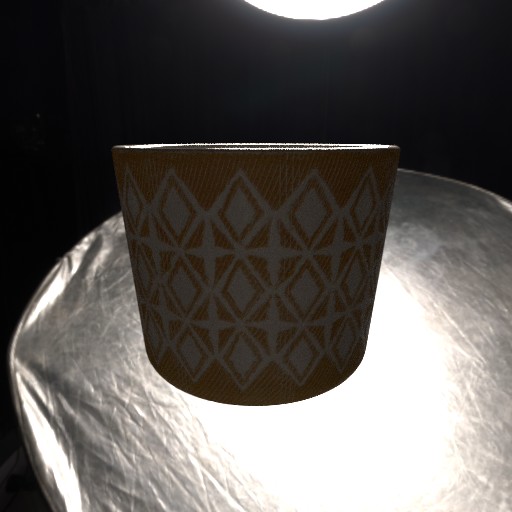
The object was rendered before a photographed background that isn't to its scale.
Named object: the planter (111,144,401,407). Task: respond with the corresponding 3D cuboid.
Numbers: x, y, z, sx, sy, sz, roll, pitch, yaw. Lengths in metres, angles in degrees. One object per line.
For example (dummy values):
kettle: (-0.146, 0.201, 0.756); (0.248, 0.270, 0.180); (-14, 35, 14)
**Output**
planter: (0.000, 0.000, 0.216); (0.126, 0.104, 0.126); (0, 15, 0)
